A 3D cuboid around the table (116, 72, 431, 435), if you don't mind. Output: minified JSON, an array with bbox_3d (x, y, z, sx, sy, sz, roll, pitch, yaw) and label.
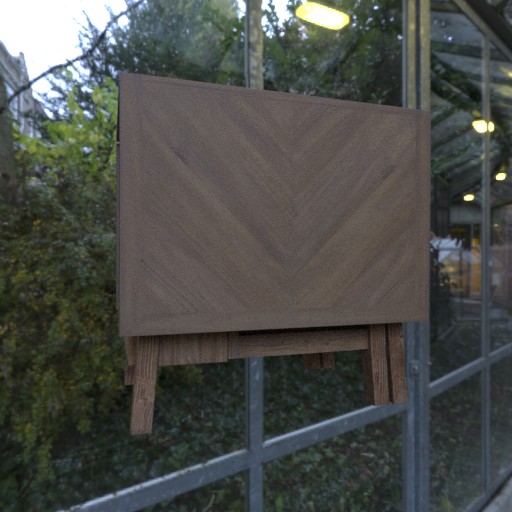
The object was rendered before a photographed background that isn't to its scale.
[{"bbox_3d":[0.000,0.000,1.617,0.967,0.981,0.701,0,-1,-18],"label":"table"}]
